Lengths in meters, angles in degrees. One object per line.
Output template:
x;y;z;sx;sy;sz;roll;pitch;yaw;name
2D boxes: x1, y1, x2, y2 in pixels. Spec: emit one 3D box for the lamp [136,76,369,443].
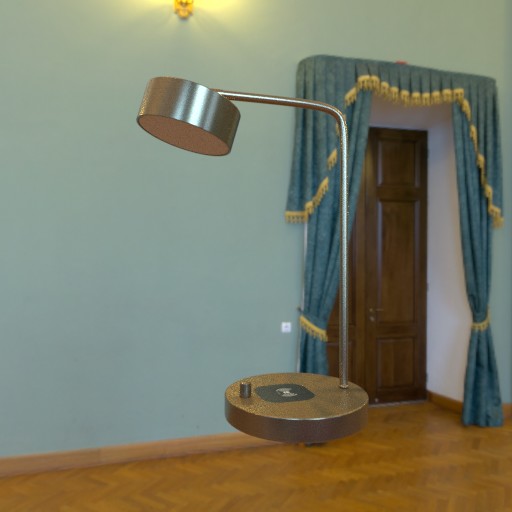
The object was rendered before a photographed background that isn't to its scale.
0.000;0.000;0.519;0.270;0.380;0.171;0;1;-16;lamp
